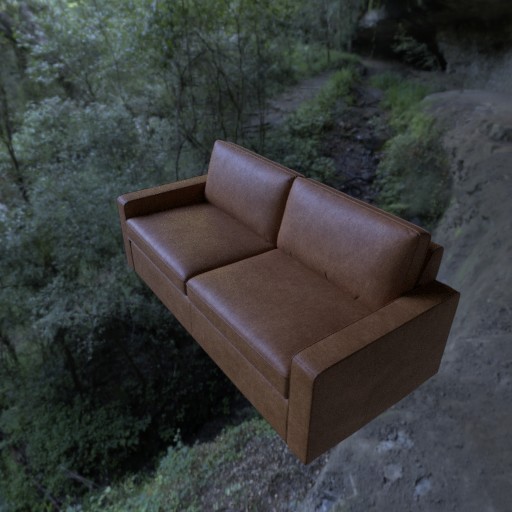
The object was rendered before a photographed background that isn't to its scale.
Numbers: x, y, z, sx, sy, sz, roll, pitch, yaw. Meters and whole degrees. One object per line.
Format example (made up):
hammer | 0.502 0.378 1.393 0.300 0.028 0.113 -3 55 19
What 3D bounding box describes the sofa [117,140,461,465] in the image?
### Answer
sofa | 0.000 0.000 2.722 0.991 0.928 2.156 -20 37 -30
